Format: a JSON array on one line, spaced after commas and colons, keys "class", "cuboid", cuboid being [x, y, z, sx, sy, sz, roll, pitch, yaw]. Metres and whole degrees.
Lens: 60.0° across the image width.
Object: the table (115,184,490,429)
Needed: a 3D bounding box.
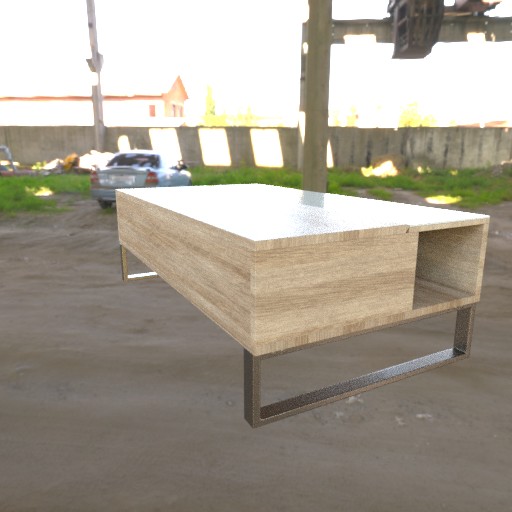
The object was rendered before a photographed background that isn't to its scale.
[{"class": "table", "cuboid": [0.000, 0.000, 1.367, 0.600, 0.350, 1.100, -7, 15, -28]}]
